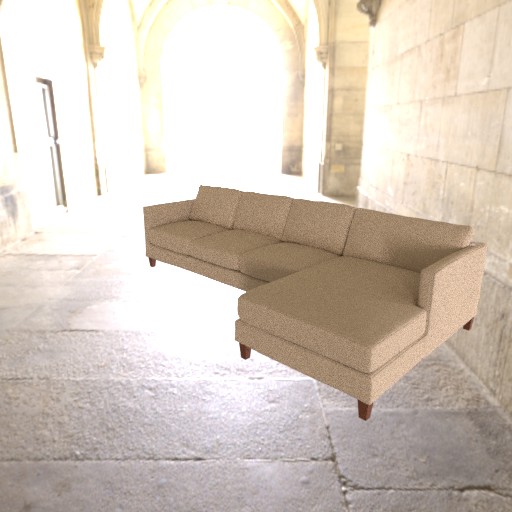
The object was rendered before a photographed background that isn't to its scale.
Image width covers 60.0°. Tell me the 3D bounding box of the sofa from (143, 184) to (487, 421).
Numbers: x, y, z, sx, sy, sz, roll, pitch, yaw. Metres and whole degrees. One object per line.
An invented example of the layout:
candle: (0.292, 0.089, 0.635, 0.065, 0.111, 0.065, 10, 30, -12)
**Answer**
sofa: (0.000, 0.000, 3.812, 3.186, 0.861, 1.625, 16, 23, 42)
